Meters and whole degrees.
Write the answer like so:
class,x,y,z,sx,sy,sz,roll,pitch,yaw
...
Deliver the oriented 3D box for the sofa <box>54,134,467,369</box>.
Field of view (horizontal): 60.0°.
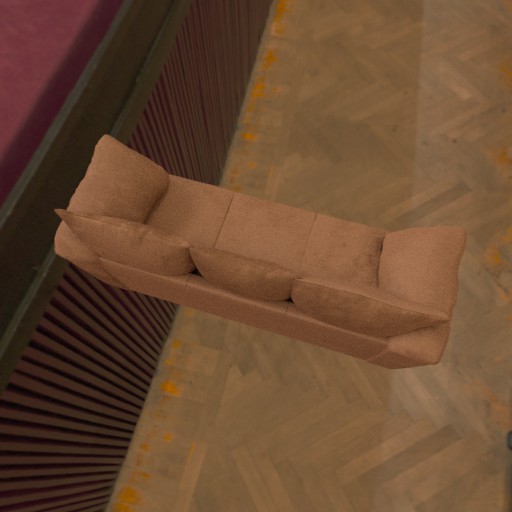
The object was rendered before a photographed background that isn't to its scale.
class,x,y,z,sx,sy,sz,roll,pitch,yaw
sofa,0.000,0.000,2.852,2.377,0.981,0.893,16,66,7
